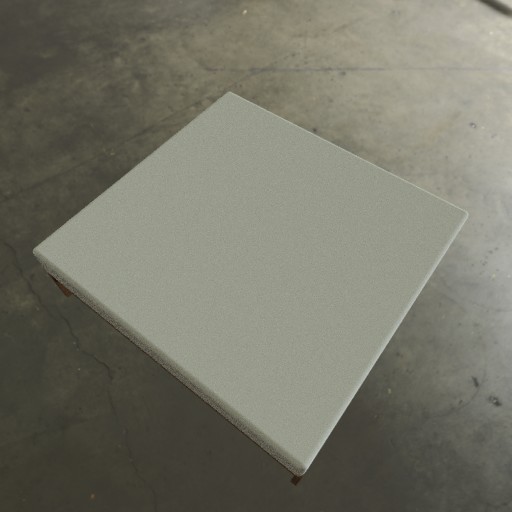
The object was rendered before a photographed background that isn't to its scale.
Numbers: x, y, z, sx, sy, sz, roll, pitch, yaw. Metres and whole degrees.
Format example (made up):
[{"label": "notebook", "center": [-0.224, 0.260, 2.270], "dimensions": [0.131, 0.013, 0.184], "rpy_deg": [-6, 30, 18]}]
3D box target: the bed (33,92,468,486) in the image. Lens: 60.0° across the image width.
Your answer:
[{"label": "bed", "center": [0.000, 0.000, 3.053], "dimensions": [2.049, 0.616, 1.930], "rpy_deg": [33, 63, 19]}]
